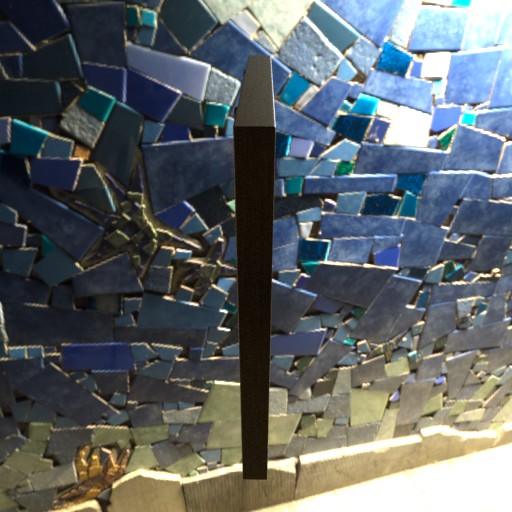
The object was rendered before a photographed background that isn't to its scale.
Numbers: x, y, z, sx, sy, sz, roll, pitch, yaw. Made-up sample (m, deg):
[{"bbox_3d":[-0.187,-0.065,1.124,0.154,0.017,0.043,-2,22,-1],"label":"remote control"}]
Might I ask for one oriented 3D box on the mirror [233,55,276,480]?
[{"bbox_3d":[0.000,0.000,0.676,0.041,0.508,0.405,1,32,1],"label":"mirror"}]
